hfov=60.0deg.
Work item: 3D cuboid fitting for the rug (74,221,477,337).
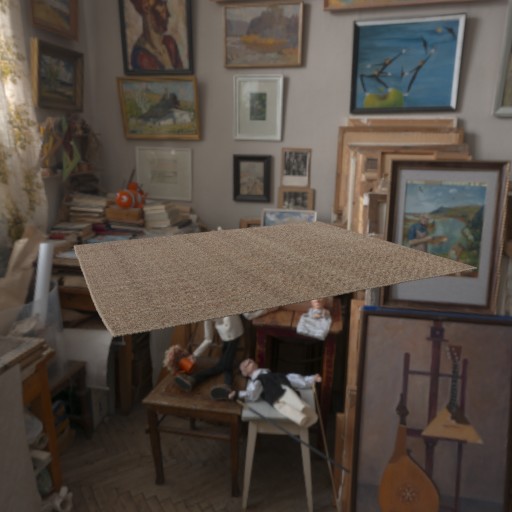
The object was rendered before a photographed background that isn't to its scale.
[{"bbox_3d":[0.000,0.000,4.168,3.048,0.013,2.439,-7,17,-25],"label":"rug"}]
